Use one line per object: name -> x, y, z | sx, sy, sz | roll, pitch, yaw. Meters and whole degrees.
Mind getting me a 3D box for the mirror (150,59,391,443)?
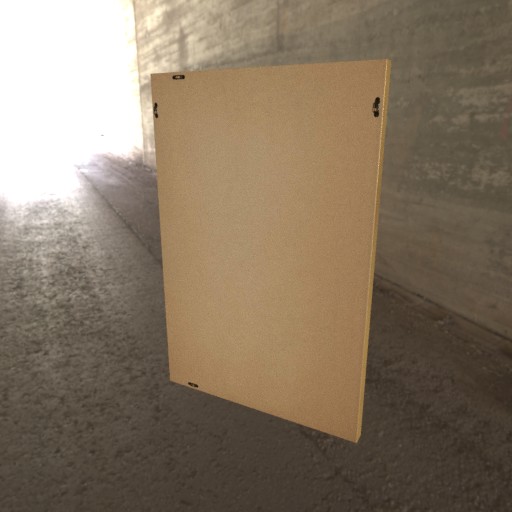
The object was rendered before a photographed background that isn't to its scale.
mirror -> 0.000, 0.000, 1.164 | 0.609, 0.915, 0.041 | 9, 19, 27
